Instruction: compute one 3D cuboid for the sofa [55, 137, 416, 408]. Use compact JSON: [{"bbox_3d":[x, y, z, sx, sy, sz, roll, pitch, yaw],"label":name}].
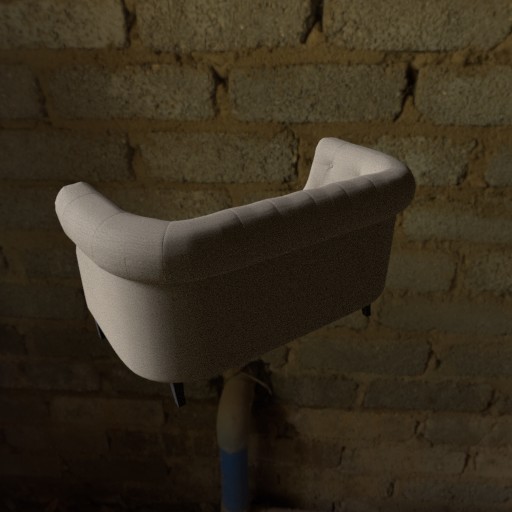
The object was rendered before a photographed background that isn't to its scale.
[{"bbox_3d":[0.000,0.000,2.084,1.558,0.827,0.835,-18,33,-30],"label":"sofa"}]
